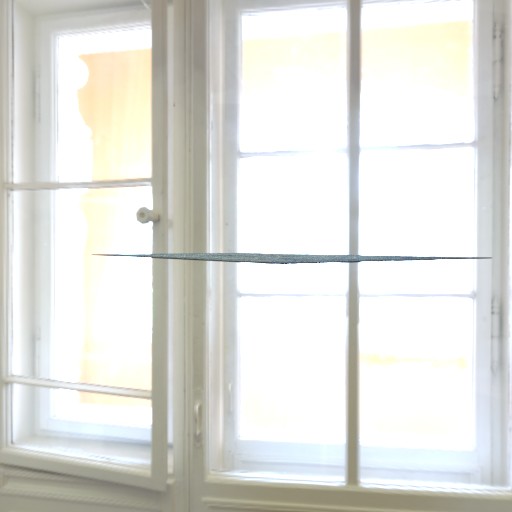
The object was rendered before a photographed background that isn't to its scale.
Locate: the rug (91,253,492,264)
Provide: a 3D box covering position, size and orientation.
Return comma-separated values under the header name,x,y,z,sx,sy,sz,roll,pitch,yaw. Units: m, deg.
name,x,y,z,sx,sy,sz,roll,pitch,yaw
rug,0.000,0.000,3.036,1.525,0.007,2.440,-1,1,-36
